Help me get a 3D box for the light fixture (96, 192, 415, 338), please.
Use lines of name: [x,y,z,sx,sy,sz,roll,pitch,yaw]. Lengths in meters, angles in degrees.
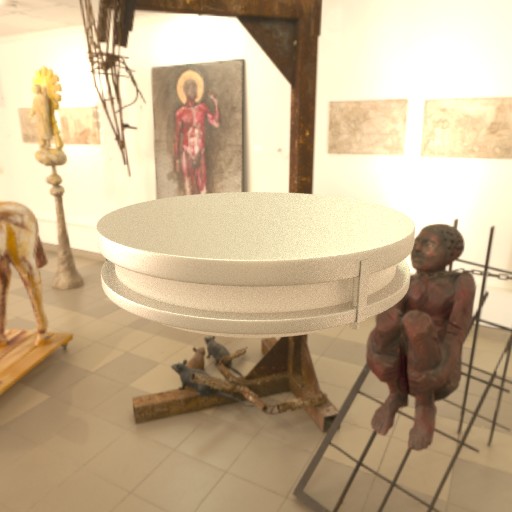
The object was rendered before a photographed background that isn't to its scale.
light fixture: [0.000,0.000,0.535,0.356,0.102,0.356,0,17,0]
